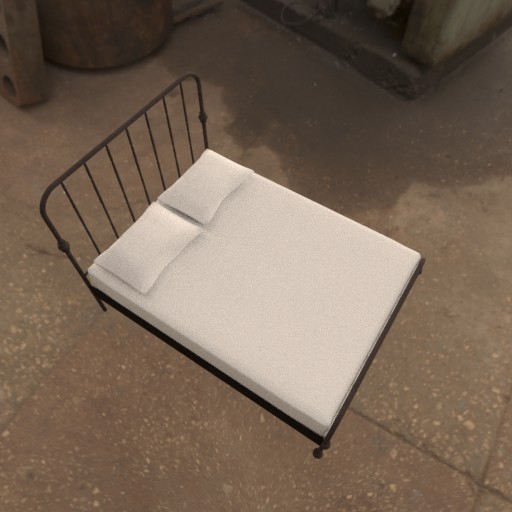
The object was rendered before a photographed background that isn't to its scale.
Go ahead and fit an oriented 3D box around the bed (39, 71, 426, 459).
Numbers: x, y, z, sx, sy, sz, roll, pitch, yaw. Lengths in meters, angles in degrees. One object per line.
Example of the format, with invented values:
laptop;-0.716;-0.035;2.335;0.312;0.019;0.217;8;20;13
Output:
bed;0.000;0.000;3.203;2.134;1.446;1.616;29;62;17
